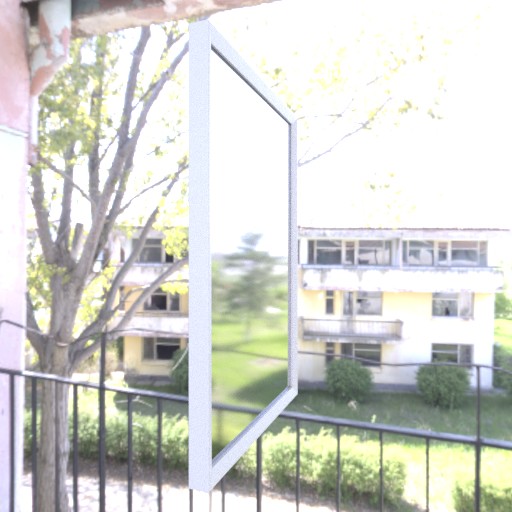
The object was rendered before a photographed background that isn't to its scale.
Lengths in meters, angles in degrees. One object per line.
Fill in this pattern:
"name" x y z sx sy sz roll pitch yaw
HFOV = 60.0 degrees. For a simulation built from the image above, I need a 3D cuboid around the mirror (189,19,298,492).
"mirror" 0.000 0.000 0.908 0.039 0.710 0.507 0 0 21
